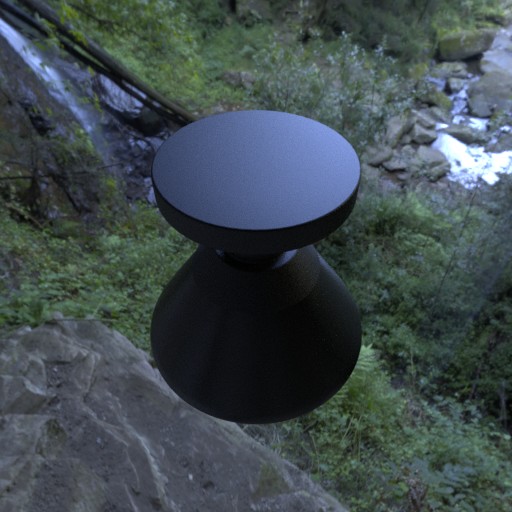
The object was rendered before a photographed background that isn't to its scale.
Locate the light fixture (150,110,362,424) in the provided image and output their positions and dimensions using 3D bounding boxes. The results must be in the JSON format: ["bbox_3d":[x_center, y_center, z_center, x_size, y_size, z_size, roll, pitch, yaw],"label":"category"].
[{"bbox_3d":[0.000,0.000,0.361,0.200,0.183,0.200,0,46,0],"label":"light fixture"}]
